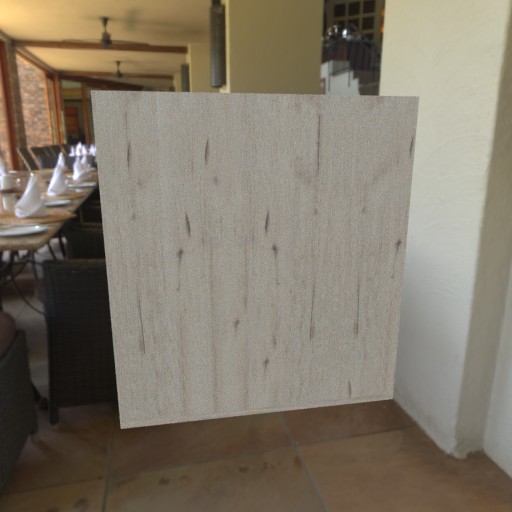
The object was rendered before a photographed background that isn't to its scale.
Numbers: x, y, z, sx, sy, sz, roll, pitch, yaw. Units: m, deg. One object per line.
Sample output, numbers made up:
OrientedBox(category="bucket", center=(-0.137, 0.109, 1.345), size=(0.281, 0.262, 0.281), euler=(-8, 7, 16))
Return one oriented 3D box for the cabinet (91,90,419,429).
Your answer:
OrientedBox(category="cabinet", center=(0.000, 0.000, 3.245), size=(2.000, 2.180, 0.660), euler=(-3, 15, -10))
